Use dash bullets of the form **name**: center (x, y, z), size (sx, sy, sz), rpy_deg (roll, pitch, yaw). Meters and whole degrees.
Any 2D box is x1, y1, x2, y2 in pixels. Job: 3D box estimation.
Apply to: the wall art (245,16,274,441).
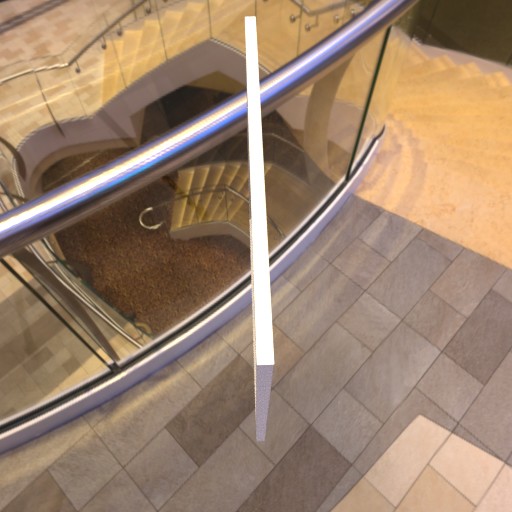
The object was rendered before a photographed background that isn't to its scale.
- **wall art**: center (0.000, 0.000, 0.959), size (0.020, 0.661, 0.664), rpy_deg (-2, 60, -1)
